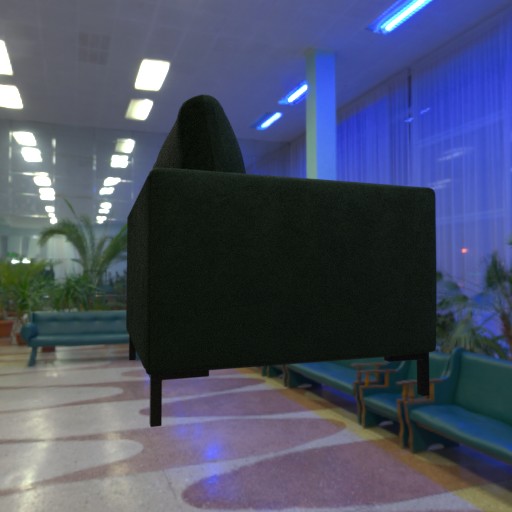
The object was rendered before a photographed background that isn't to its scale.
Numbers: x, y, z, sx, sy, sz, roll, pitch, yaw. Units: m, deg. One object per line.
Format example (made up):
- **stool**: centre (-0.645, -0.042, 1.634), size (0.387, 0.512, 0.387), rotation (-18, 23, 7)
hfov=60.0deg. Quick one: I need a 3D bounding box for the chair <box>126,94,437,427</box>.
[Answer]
- **chair**: centre (0.000, 0.000, 1.629), size (0.866, 0.861, 0.963), rotation (1, -2, -19)
